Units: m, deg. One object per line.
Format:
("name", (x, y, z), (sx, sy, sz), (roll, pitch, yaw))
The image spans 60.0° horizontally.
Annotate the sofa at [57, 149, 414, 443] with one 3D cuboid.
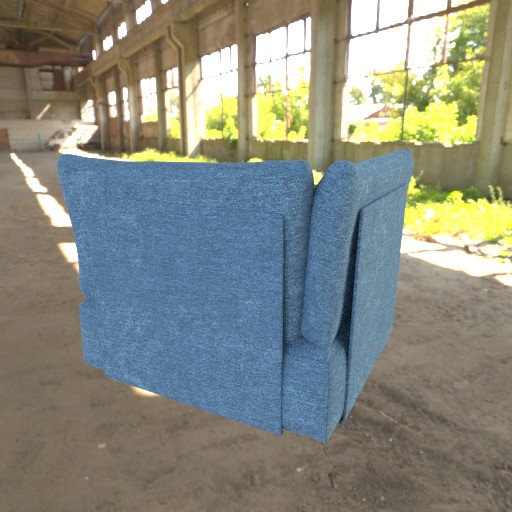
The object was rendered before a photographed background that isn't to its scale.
("sofa", (0.000, 0.000, 1.761), (1.000, 0.820, 1.000), (8, 18, 26))
